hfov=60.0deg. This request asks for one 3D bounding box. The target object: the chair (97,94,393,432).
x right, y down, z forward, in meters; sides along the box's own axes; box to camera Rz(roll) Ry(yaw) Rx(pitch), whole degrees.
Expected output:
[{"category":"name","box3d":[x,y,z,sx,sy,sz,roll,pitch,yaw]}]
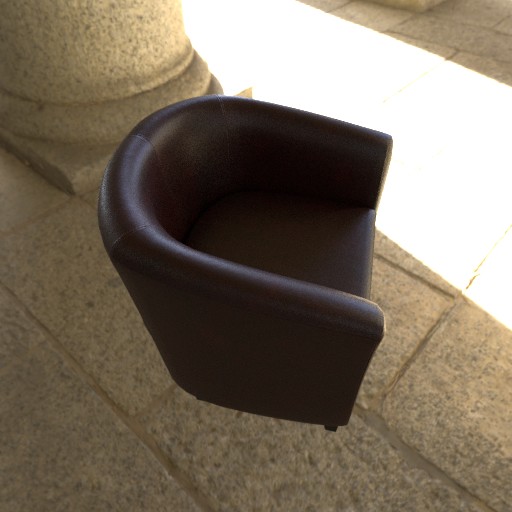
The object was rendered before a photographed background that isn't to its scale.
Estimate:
[{"category":"chair","box3d":[0.000,0.000,1.372,0.727,0.756,0.792,10,47,9]}]
